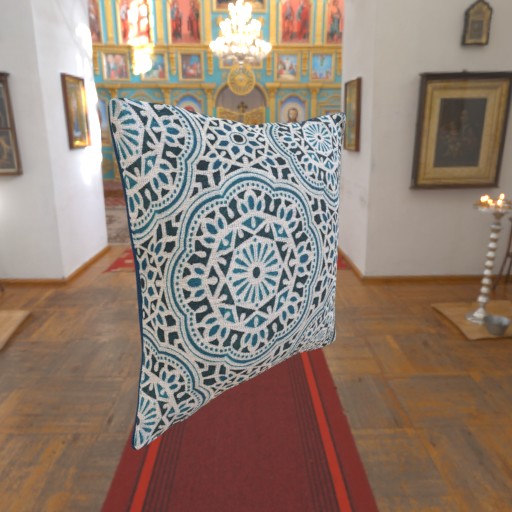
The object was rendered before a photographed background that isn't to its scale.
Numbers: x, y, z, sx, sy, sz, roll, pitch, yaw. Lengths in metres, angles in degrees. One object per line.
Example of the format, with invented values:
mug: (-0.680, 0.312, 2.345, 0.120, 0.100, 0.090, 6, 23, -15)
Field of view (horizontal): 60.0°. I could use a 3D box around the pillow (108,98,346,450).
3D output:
pillow: (0.000, 0.000, 0.650, 0.145, 0.420, 0.440, 13, 19, 42)
